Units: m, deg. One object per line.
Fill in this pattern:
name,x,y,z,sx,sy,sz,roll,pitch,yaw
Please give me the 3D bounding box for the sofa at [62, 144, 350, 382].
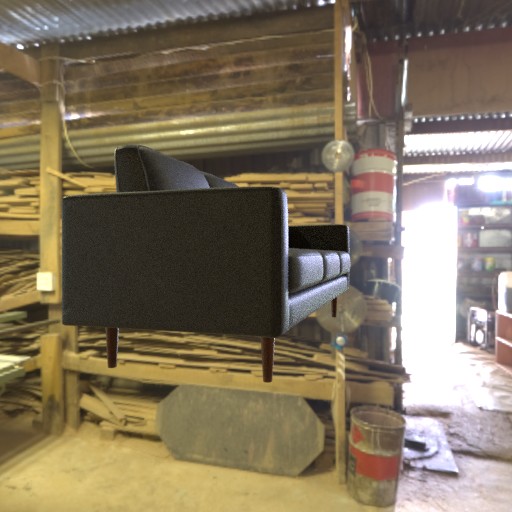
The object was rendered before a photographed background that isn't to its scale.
sofa,0.000,0.000,2.487,0.879,0.899,2.029,0,0,18
